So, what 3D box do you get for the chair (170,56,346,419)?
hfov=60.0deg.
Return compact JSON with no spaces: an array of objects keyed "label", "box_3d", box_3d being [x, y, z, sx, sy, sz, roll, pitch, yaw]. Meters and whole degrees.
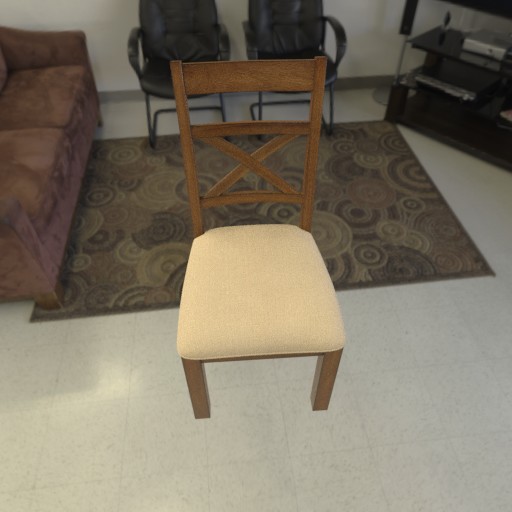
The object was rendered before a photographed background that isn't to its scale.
[{"label":"chair","box_3d":[0.000,0.000,1.314,0.461,0.949,0.581,-3,46,-3]}]
